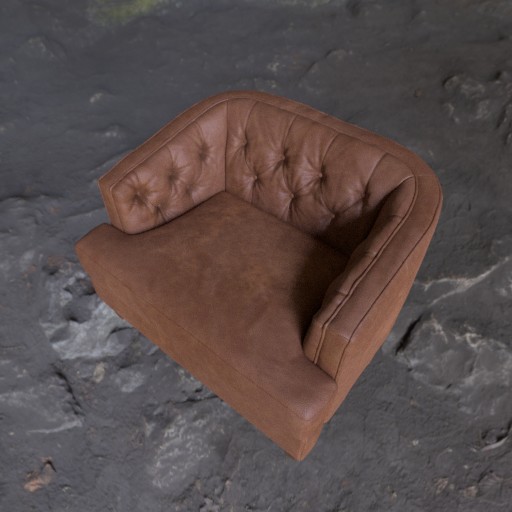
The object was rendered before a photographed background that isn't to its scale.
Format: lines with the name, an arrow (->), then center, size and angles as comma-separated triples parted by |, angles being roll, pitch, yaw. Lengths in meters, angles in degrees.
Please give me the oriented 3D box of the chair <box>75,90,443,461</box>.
chair -> 0.000, 0.000, 1.727 | 1.119, 0.836, 0.911 | 31, 54, 26
